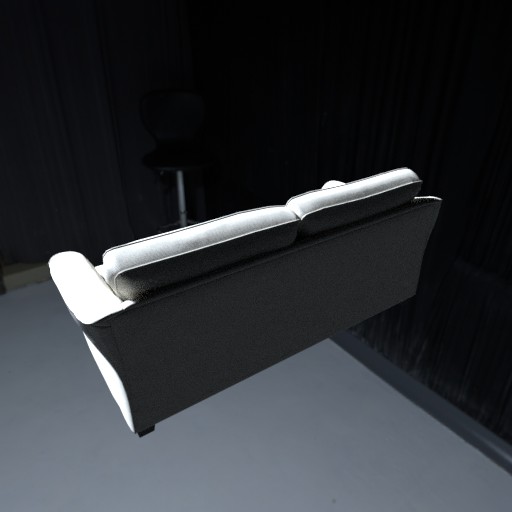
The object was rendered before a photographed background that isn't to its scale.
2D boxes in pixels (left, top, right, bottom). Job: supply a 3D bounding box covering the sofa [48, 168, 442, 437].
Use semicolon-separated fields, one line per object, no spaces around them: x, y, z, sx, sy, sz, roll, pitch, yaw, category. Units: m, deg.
0.000;0.000;2.753;2.270;0.965;0.980;-19;35;-29;sofa
